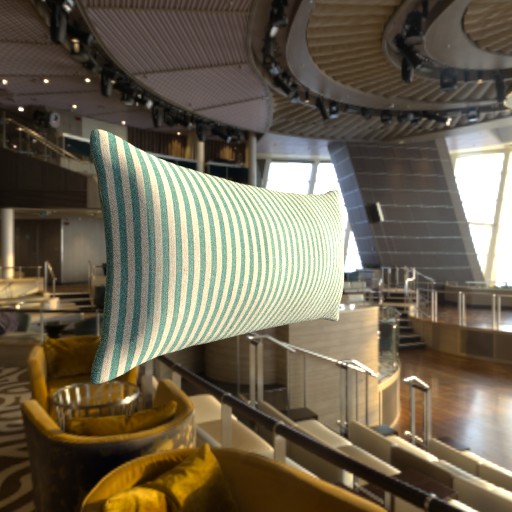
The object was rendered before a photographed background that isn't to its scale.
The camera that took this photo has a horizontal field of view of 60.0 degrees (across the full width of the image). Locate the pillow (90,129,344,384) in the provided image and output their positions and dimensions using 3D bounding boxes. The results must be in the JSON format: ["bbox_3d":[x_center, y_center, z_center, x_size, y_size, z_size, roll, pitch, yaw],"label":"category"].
[{"bbox_3d":[0.000,0.000,0.749,0.151,0.295,0.617,0,0,37],"label":"pillow"}]
